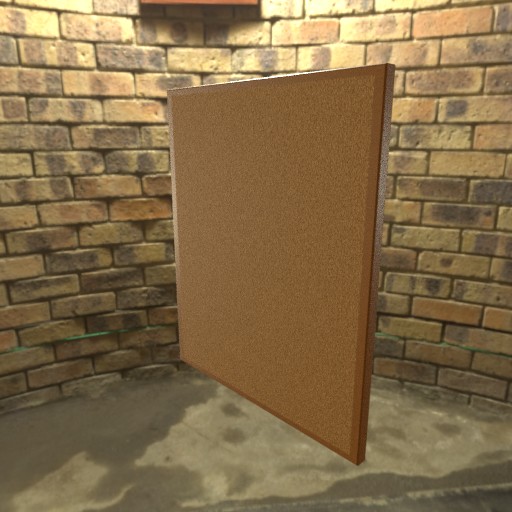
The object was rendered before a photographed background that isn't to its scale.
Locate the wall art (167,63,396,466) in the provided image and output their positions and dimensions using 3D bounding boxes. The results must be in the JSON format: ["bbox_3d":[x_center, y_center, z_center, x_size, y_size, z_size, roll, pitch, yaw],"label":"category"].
[{"bbox_3d":[0.000,0.000,0.510,0.015,0.379,0.310,-15,21,-42],"label":"wall art"}]
